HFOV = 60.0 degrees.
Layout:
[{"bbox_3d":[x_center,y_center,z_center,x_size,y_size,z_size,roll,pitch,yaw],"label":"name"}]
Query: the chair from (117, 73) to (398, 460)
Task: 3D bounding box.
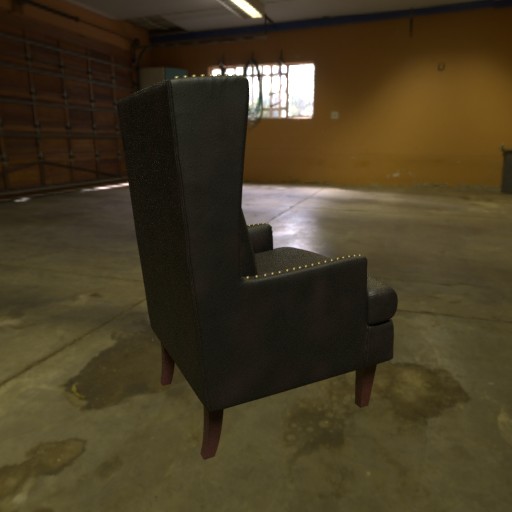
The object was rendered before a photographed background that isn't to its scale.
[{"bbox_3d":[0.000,0.000,1.625,0.799,1.142,0.703,-7,16,-26],"label":"chair"}]
